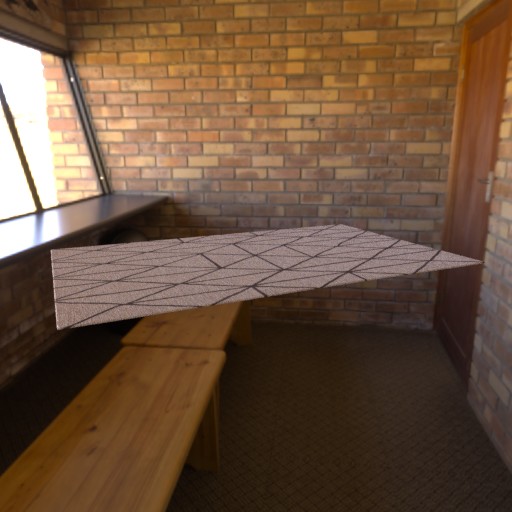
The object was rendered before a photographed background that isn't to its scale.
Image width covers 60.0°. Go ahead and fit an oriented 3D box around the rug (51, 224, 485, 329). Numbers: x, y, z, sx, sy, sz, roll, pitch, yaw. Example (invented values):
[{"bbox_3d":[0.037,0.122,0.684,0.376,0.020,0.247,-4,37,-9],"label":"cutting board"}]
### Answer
[{"bbox_3d":[0.000,0.000,2.947,2.465,0.008,1.526,-6,15,-24],"label":"rug"}]
